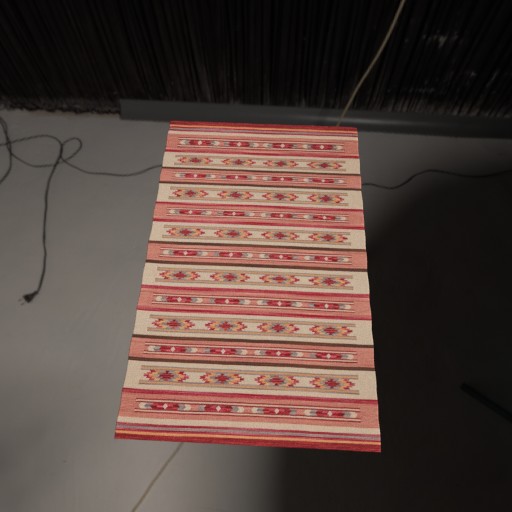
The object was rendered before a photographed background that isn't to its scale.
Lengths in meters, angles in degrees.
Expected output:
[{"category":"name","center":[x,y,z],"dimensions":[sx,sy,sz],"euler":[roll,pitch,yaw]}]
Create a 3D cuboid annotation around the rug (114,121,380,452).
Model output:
[{"category":"rug","center":[0.000,0.000,3.083],"dimensions":[1.535,0.010,2.431],"euler":[2,63,1]}]
